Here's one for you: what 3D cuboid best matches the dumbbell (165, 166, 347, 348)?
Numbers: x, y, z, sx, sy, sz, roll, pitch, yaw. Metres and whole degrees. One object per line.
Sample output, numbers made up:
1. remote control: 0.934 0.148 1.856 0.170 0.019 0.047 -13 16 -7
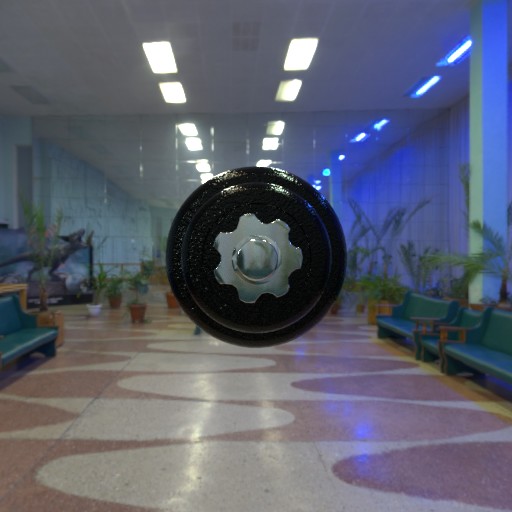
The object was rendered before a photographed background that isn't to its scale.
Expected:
1. dumbbell: 0.000 0.000 0.611 0.202 0.202 0.497 0 1 0
